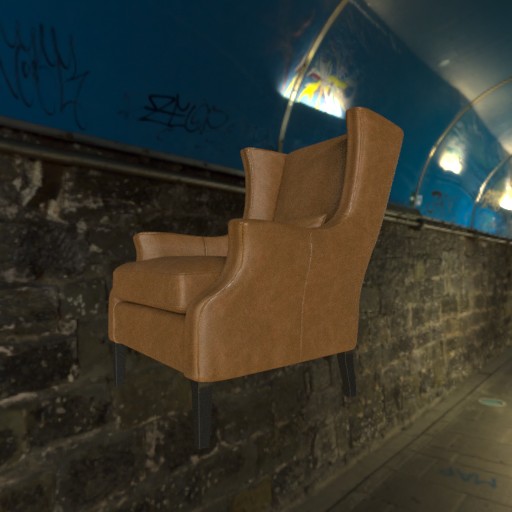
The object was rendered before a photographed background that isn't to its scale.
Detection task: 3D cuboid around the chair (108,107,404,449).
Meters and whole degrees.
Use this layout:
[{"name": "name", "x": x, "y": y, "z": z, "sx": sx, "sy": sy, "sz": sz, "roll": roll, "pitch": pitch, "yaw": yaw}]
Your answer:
[{"name": "chair", "x": 0.000, "y": 0.000, "z": 1.695, "sx": 0.925, "sy": 1.016, "sz": 0.852, "roll": 0, "pitch": -1, "yaw": -35}]
